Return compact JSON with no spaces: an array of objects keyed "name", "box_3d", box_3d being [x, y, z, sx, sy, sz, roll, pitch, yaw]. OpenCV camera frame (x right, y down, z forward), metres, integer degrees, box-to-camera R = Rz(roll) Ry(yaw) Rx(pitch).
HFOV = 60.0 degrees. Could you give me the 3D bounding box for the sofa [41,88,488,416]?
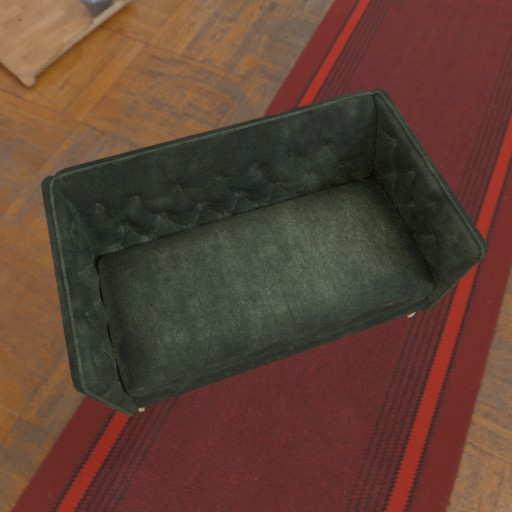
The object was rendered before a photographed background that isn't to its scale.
[{"name":"sofa","box_3d":[0.000,0.000,2.001,1.537,0.768,0.895,-17,65,-8]}]
